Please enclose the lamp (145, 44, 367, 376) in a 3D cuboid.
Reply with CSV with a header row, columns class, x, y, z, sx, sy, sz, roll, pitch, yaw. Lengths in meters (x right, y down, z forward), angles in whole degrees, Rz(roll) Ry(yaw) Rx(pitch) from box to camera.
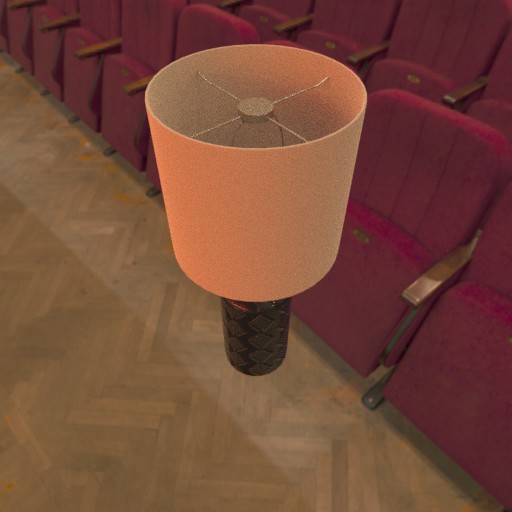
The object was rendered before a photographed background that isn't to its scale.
class,x,y,z,sx,sy,sz,roll,pitch,yaw
lamp,0.000,0.000,0.585,0.207,0.461,0.207,-31,54,-26
